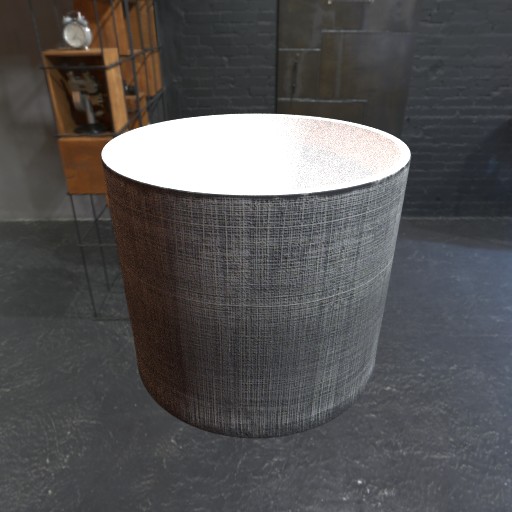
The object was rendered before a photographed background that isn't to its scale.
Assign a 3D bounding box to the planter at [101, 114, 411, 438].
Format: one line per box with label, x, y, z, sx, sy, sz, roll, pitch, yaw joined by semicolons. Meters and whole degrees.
planter;0.000;0.000;0.432;0.254;0.221;0.254;0;28;0
